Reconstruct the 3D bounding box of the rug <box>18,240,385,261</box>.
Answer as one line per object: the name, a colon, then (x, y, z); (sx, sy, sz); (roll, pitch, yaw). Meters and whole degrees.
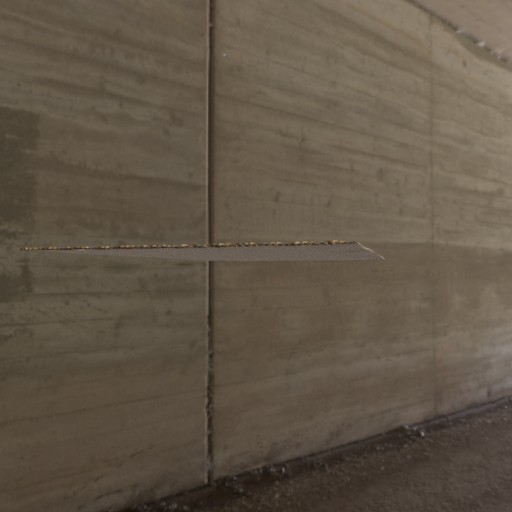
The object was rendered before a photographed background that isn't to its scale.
rug: (0.000, 0.000, 2.293); (1.218, 0.017, 1.861); (-1, -2, 19)
